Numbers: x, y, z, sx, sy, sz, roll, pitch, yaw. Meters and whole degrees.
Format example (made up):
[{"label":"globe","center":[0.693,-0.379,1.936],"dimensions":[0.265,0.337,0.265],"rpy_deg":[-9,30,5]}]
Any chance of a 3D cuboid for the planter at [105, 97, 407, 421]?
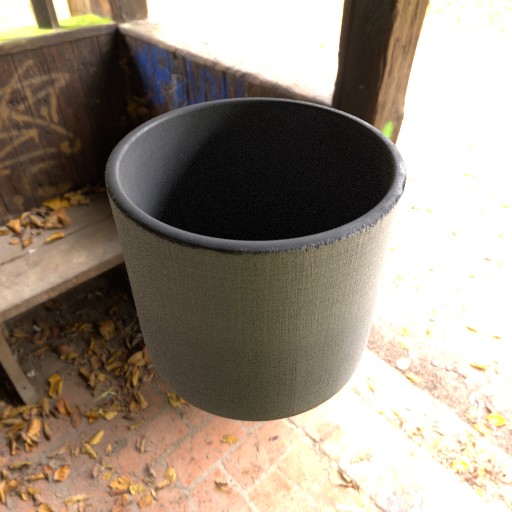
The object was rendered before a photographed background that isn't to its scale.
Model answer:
[{"label":"planter","center":[0.000,0.000,0.392],"dimensions":[0.221,0.201,0.221],"rpy_deg":[0,42,0]}]
